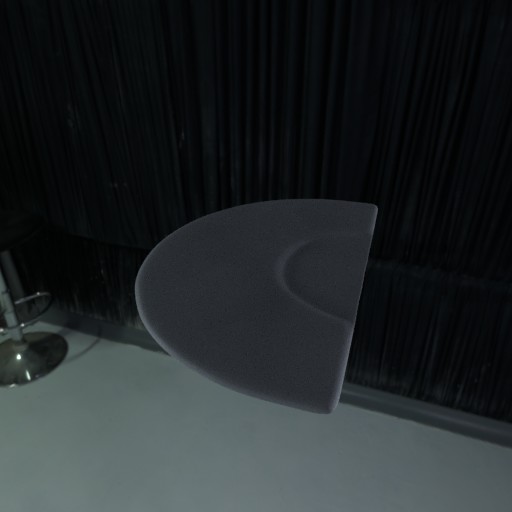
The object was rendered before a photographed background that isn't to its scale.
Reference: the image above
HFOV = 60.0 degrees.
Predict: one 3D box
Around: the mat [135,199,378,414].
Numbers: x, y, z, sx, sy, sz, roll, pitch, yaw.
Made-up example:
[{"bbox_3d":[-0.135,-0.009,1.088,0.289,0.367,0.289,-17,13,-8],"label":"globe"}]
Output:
[{"bbox_3d":[0.000,0.000,1.898,0.917,0.016,1.525,9,30,16],"label":"mat"}]
